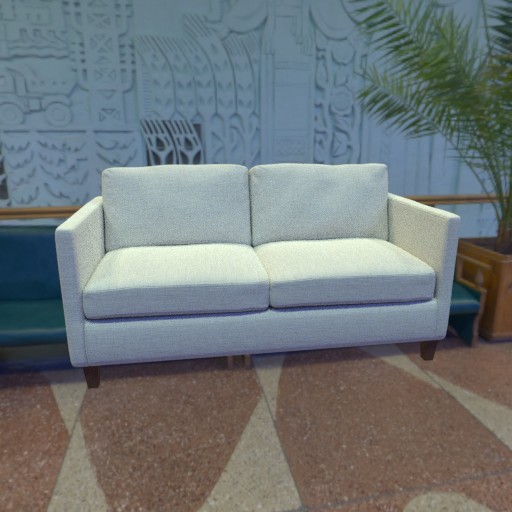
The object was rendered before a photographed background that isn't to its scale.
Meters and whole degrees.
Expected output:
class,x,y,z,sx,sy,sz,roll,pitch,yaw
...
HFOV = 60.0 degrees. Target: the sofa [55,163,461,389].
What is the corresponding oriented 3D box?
class,x,y,z,sx,sy,sz,roll,pitch,yaw
sofa,0.000,0.000,2.450,1.838,0.963,0.950,-2,16,-8
